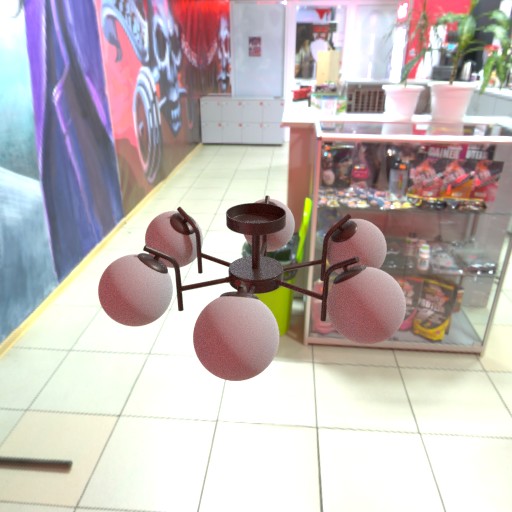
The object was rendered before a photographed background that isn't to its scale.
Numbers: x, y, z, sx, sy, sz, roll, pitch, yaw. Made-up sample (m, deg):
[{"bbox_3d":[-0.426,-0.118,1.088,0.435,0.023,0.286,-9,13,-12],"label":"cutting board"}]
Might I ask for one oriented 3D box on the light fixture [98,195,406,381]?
[{"bbox_3d":[0.000,0.000,0.964,0.662,0.201,0.662,0,25,0],"label":"light fixture"}]
